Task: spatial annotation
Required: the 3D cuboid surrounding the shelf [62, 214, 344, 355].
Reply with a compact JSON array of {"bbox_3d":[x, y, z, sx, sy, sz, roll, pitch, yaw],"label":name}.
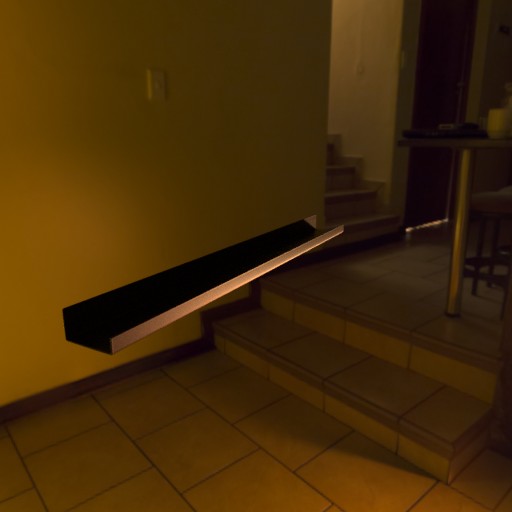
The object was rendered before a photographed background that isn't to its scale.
[{"bbox_3d":[0.000,0.000,0.983,0.092,0.049,0.924,8,17,28],"label":"shelf"}]
